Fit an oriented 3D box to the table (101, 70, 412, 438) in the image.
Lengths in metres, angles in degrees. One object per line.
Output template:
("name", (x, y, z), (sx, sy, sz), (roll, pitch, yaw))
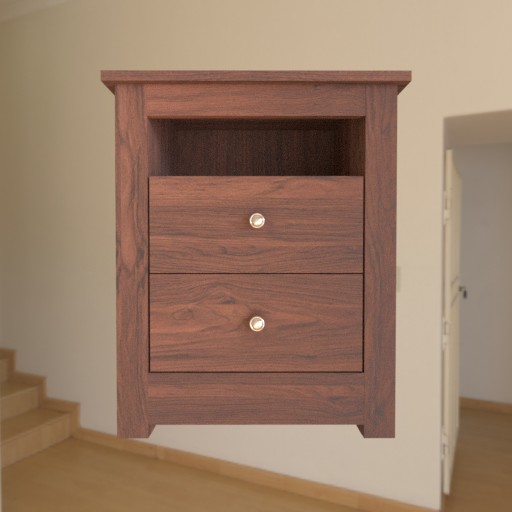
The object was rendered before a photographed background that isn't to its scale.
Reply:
("table", (0.000, 0.000, 1.045), (0.589, 0.711, 0.406), (0, 1, 0))
